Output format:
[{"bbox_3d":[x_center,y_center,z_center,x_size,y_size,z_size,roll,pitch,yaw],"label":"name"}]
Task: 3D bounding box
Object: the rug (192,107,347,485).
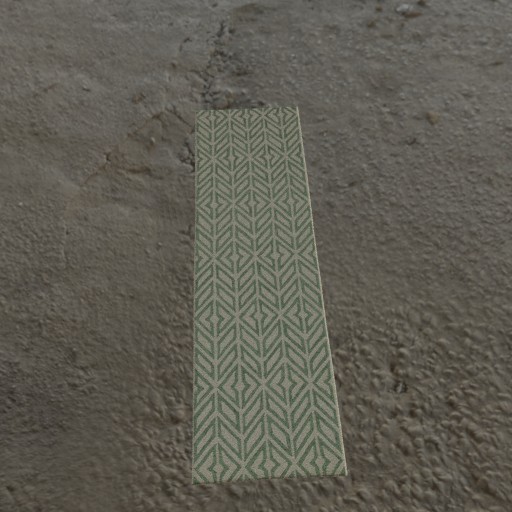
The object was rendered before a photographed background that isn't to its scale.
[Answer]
[{"bbox_3d":[0.000,0.000,2.689,0.750,0.009,2.435,-3,63,-1],"label":"rug"}]
